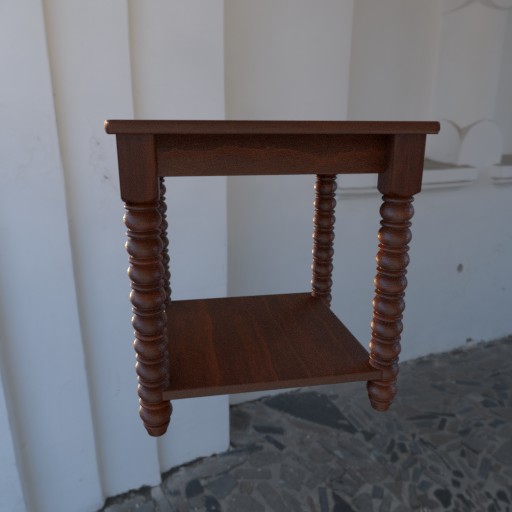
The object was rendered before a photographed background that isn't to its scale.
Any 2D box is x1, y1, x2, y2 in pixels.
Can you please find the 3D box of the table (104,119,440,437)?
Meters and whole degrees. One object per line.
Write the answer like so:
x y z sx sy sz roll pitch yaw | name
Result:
0.000 0.000 0.991 0.533 0.567 0.500 -3 16 -10 | table
